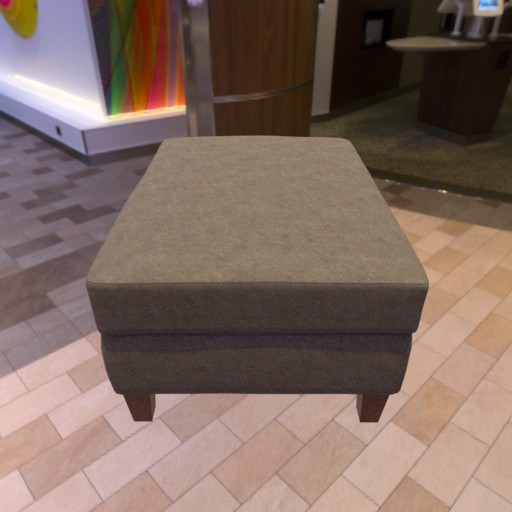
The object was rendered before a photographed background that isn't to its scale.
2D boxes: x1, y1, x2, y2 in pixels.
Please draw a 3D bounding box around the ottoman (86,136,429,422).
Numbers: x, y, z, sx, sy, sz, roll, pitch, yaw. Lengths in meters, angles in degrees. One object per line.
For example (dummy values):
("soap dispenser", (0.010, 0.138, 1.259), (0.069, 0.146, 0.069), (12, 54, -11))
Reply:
("ottoman", (0.000, 0.000, 1.236), (0.639, 0.464, 0.839), (0, 32, 0))
